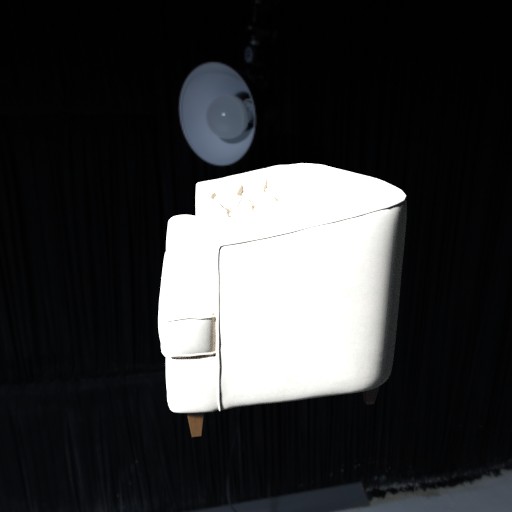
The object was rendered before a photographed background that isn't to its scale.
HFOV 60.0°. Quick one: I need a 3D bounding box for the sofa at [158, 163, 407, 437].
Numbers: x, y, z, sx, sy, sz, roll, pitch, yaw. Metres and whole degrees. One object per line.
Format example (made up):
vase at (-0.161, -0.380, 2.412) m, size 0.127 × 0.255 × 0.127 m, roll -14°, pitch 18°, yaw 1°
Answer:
sofa at (0.000, 0.000, 2.312) m, size 0.940 × 0.878 × 1.731 m, roll -3°, pitch 16°, yaw -9°
